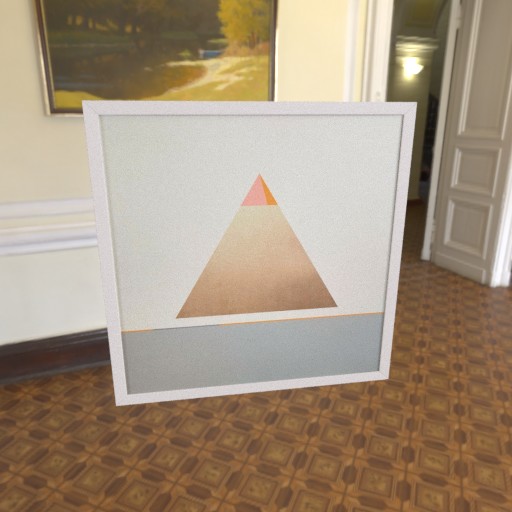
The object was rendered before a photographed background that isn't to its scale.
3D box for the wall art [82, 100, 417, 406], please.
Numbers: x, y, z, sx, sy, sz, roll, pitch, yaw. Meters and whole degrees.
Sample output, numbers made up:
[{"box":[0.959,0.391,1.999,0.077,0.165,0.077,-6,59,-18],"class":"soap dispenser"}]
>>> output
[{"box":[0.000,0.000,0.463,0.305,0.304,0.038,-3,18,-9],"class":"wall art"}]
